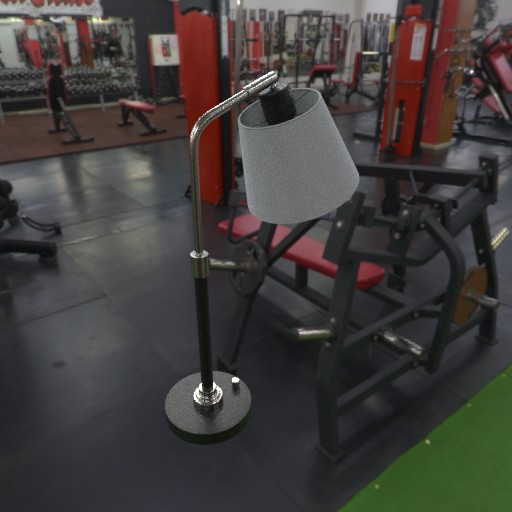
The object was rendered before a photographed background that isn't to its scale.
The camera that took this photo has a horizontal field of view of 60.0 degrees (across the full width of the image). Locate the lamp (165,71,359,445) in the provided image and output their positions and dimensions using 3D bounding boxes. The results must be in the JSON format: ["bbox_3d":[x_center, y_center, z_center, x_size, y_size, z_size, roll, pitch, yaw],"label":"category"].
[{"bbox_3d":[0.000,0.000,0.702,0.348,0.539,0.181,-17,31,-31],"label":"lamp"}]
